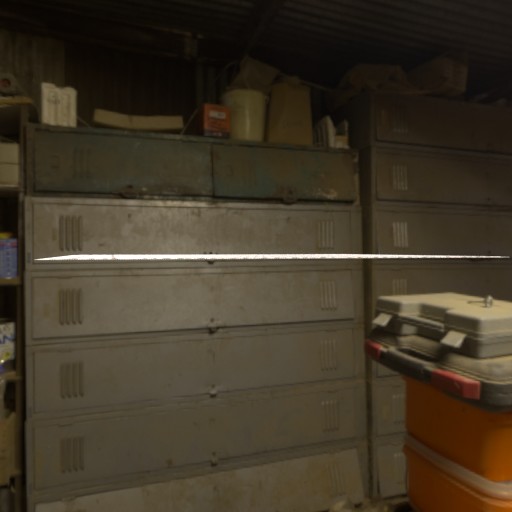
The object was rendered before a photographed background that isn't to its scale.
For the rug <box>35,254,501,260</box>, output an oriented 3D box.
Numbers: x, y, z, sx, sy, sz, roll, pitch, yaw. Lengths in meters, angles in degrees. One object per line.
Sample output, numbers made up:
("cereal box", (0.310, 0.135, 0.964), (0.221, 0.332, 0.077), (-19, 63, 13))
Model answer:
("rug", (0.000, 0.000, 3.921), (3.196, 0.007, 2.354), (0, 1, -18))
